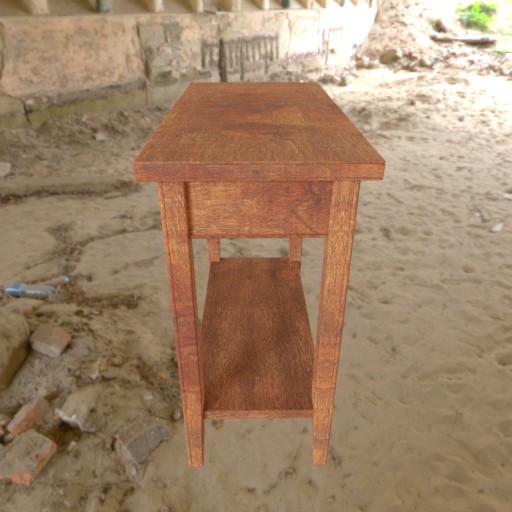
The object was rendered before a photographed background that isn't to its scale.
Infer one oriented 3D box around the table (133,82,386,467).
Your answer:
[{"bbox_3d":[0.000,0.000,0.946,0.305,0.610,0.610,0,30,-1],"label":"table"}]
